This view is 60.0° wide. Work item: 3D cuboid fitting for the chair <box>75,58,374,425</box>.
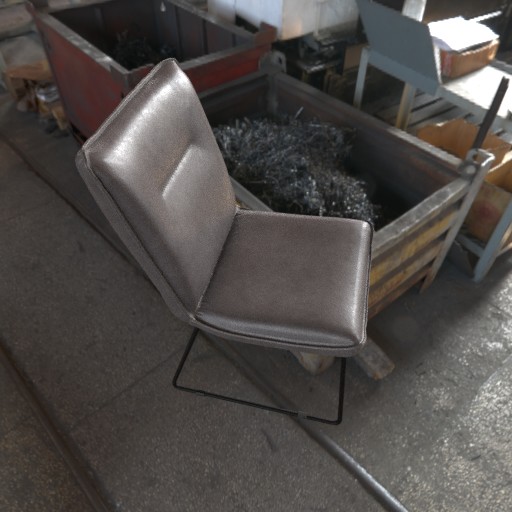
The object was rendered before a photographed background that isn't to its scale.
[{"bbox_3d":[0.000,0.000,1.328,0.688,0.932,0.515,10,47,9],"label":"chair"}]
